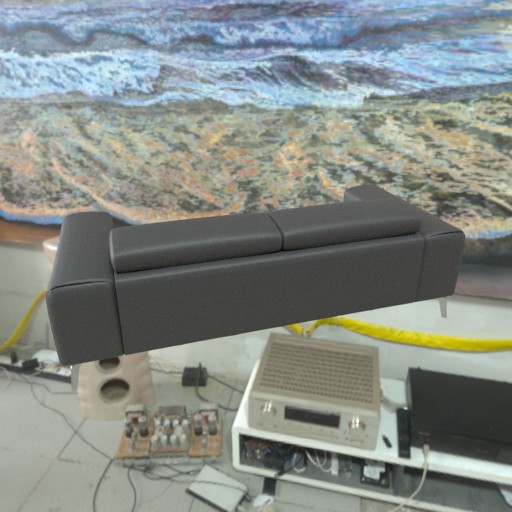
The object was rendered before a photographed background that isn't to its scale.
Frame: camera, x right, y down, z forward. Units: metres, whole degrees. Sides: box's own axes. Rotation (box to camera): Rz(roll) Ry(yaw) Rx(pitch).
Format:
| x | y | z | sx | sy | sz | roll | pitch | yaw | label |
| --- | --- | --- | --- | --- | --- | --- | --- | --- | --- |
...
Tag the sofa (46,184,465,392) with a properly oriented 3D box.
| x | y | z | sx | sy | sz | roll | pitch | yaw | label |
| --- | --- | --- | --- | --- | --- | --- | --- | --- | --- |
| 0.000 | 0.000 | 2.817 | 2.321 | 0.759 | 1.023 | -8 | 27 | -16 | sofa |
